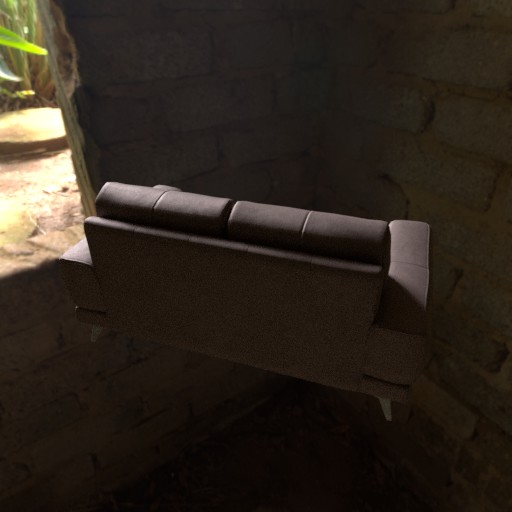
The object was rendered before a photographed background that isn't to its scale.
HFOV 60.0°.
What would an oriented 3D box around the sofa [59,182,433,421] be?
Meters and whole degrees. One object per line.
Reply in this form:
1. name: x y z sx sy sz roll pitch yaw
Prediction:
1. sofa: 0.000 0.000 2.399 1.806 0.907 1.018 10 33 16
